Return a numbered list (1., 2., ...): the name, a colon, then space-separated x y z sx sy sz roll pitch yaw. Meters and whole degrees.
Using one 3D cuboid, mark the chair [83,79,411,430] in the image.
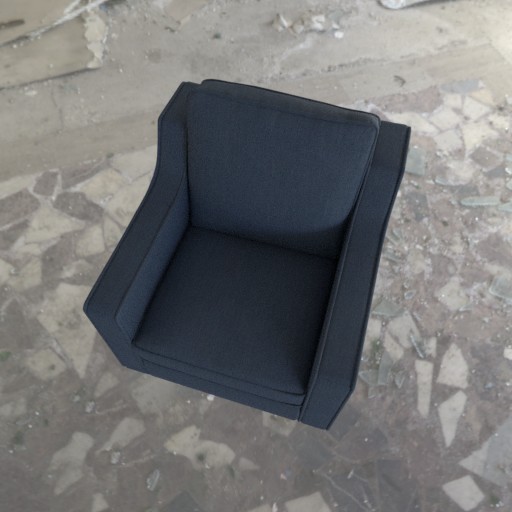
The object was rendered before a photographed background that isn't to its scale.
1. chair: 0.000 0.000 1.621 0.831 0.960 0.909 15 59 9
